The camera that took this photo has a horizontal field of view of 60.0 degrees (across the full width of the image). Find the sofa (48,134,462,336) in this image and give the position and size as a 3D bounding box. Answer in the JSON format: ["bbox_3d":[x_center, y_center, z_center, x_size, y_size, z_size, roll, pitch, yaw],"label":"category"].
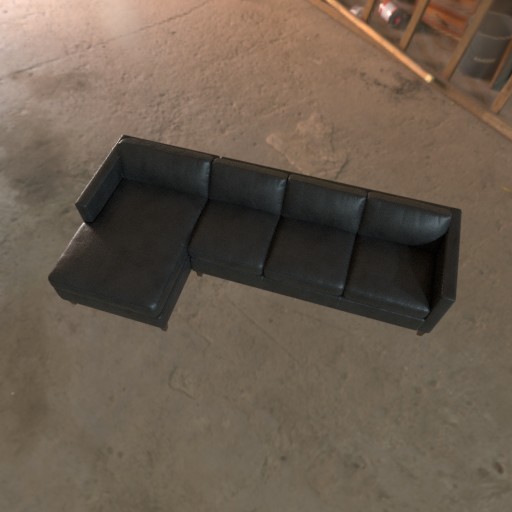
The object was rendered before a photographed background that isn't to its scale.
[{"bbox_3d":[0.000,0.000,3.874,3.203,0.883,1.581,14,58,9],"label":"sofa"}]
